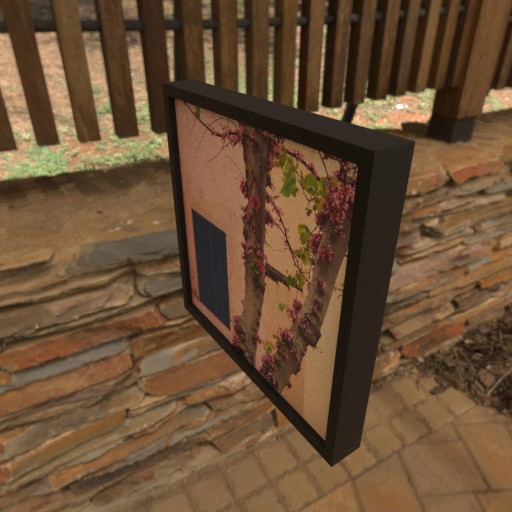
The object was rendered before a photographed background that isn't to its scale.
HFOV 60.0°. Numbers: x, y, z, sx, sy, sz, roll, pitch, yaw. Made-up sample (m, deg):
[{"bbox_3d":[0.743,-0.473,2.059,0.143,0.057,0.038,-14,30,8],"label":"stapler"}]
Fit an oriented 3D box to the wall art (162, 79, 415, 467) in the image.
[{"bbox_3d":[0.000,0.000,0.460,0.038,0.304,0.305,-19,35,-30],"label":"wall art"}]
